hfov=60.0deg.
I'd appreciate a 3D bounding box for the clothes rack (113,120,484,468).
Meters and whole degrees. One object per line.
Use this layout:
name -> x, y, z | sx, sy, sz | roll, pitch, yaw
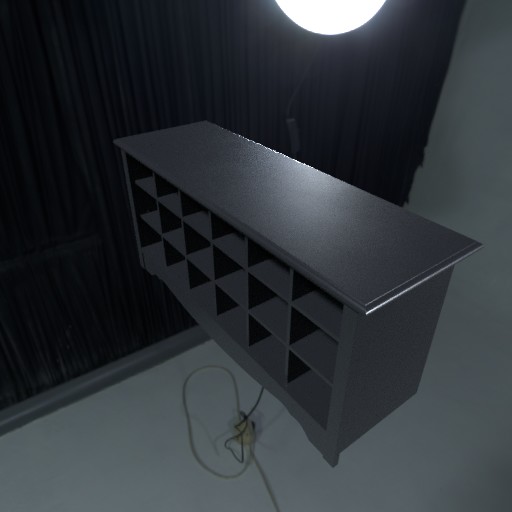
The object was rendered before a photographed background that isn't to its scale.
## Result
clothes rack -> 0.000, 0.000, 1.478 | 0.406, 0.556, 1.219 | -22, 39, -30
